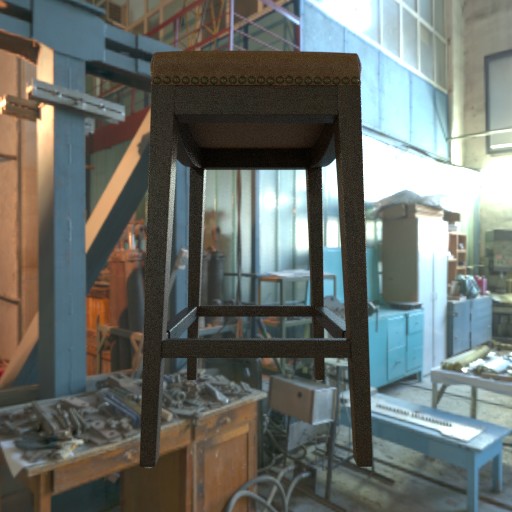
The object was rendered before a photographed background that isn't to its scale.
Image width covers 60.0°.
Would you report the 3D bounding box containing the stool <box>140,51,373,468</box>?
[{"bbox_3d":[0.000,0.000,0.933,0.361,0.660,0.500,0,0,0],"label":"stool"}]
